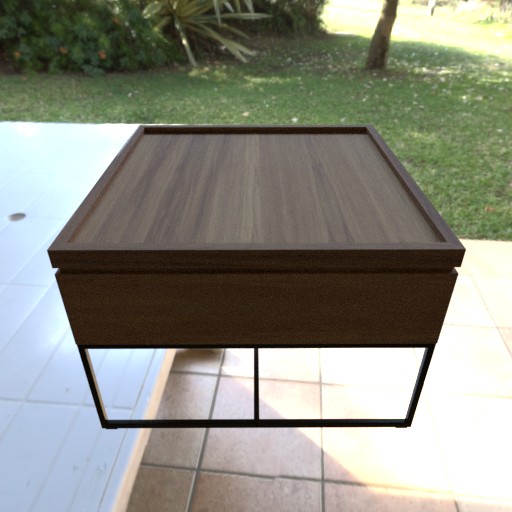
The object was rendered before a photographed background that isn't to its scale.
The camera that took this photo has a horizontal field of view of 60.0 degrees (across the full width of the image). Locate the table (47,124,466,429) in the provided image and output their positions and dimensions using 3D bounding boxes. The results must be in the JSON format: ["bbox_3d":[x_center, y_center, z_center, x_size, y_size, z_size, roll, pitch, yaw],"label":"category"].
[{"bbox_3d":[0.000,0.000,1.123,0.676,0.464,0.679,0,33,0],"label":"table"}]
